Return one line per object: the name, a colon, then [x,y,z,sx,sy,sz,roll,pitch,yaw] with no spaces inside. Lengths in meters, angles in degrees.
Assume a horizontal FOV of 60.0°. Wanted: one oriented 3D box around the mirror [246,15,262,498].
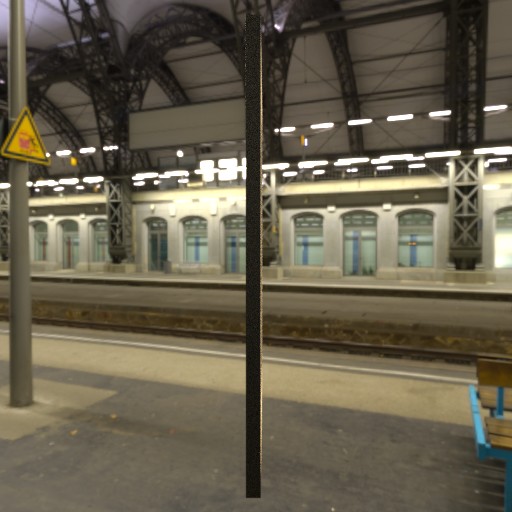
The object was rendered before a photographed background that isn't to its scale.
mirror: [0.000,0.000,1.498,0.038,1.219,0.762,0,1,1]
